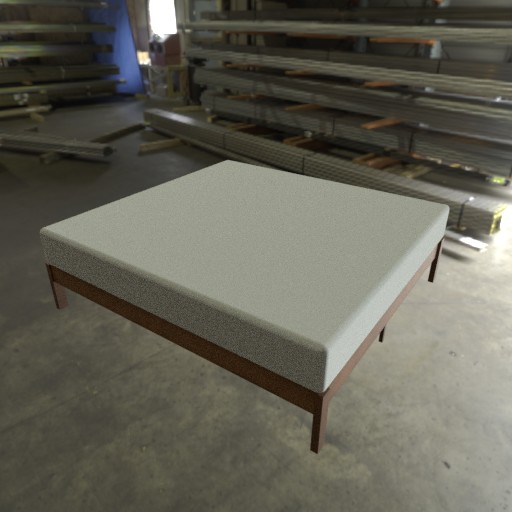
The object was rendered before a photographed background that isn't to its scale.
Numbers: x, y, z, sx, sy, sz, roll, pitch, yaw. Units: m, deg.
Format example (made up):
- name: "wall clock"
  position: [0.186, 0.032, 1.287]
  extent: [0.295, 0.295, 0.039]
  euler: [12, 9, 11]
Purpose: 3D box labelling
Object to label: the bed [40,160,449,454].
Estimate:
- name: "bed"
  position: [0.000, 0.000, 3.121]
  extent: [2.049, 0.616, 1.930]
  euler: [18, 33, 31]
